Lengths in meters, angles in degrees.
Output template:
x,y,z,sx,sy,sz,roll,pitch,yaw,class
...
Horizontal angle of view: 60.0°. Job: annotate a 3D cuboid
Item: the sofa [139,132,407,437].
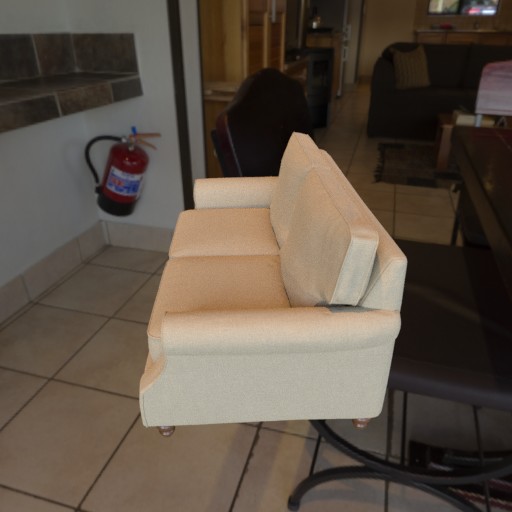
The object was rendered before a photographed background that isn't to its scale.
x,y,z,sx,sy,sz,roll,pitch,yaw,class
0.000,0.000,2.242,0.964,0.937,1.665,-1,27,-2,sofa
